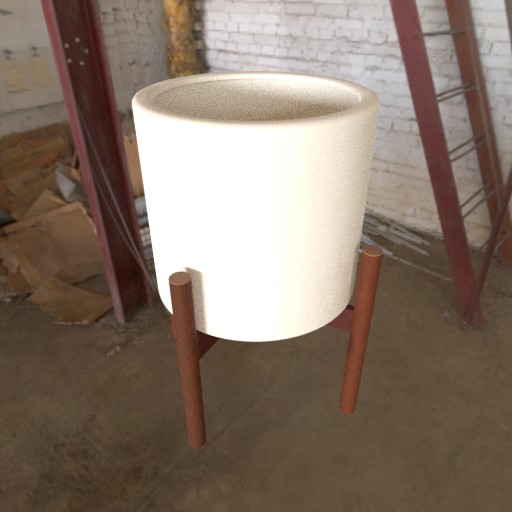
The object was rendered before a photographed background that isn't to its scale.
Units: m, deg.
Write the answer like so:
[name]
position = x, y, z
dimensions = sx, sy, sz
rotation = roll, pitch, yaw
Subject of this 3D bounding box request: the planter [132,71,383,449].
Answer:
[planter]
position = 0.000, 0.000, 0.503
dimensions = 0.224, 0.358, 0.224
rotation = -8, 33, -12
